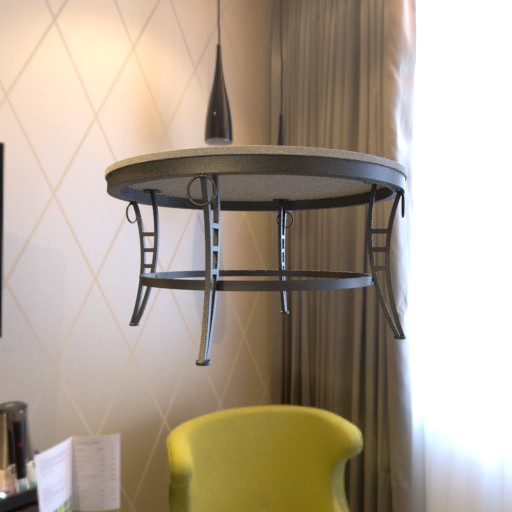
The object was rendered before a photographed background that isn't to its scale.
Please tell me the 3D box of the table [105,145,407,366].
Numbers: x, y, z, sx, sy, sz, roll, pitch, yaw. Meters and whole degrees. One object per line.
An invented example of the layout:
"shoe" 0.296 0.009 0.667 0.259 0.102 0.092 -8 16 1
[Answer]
"table" 0.000 0.000 1.379 0.889 0.470 0.889 0 0 0
